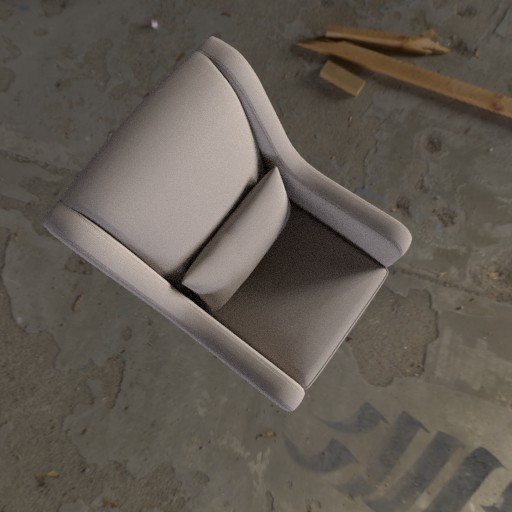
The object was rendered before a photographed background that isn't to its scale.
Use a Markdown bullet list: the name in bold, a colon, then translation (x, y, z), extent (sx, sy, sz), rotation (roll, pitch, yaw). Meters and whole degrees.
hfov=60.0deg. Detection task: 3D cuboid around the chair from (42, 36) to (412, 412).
- **chair**: translation (0.000, 0.000, 1.588), extent (0.863, 1.010, 0.715), rotation (36, 79, 8)
